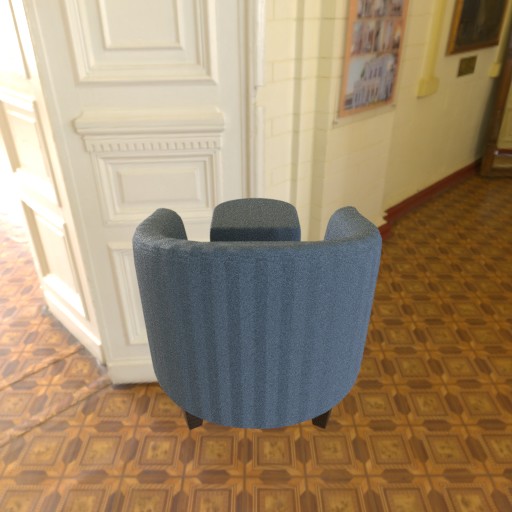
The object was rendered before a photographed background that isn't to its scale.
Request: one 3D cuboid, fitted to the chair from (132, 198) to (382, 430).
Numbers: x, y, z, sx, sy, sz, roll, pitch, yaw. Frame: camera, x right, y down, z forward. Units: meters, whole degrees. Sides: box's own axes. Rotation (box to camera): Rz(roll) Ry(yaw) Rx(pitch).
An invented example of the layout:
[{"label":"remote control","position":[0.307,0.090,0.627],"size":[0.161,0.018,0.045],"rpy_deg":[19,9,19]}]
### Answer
[{"label":"chair","position":[0.000,0.000,1.735],"size":[0.756,0.757,1.288],"rpy_deg":[0,30,0]}]
